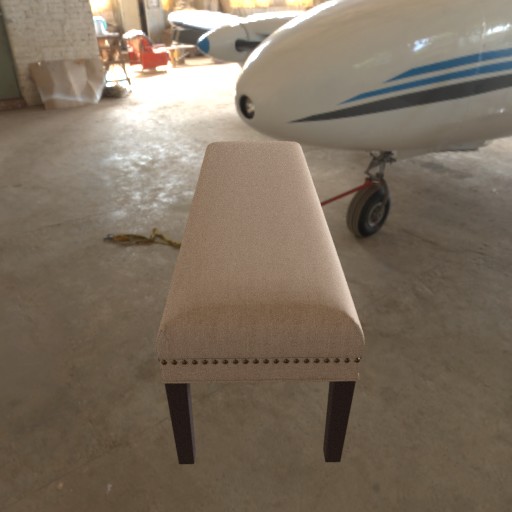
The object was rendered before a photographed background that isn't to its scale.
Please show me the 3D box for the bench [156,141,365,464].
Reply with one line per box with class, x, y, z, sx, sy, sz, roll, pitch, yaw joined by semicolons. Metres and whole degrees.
bench;0.000;0.000;1.462;0.410;0.457;1.219;0;31;-1
